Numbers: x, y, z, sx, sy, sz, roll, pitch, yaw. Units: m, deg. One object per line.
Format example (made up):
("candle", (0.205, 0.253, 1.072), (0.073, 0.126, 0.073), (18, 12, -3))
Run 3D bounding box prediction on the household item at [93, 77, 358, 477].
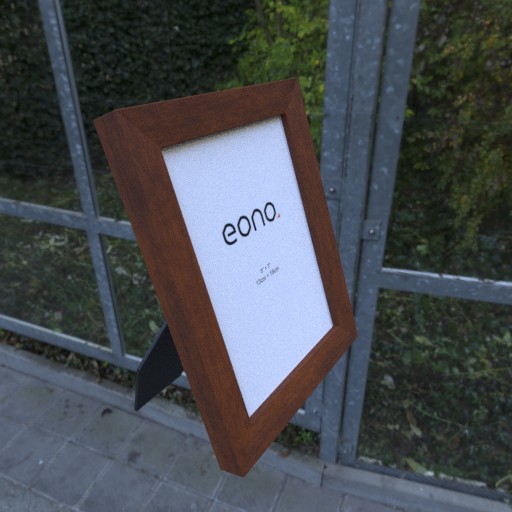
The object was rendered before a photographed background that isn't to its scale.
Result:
("household item", (0.000, 0.000, 0.293), (0.096, 0.204, 0.160), (18, 33, 31))
